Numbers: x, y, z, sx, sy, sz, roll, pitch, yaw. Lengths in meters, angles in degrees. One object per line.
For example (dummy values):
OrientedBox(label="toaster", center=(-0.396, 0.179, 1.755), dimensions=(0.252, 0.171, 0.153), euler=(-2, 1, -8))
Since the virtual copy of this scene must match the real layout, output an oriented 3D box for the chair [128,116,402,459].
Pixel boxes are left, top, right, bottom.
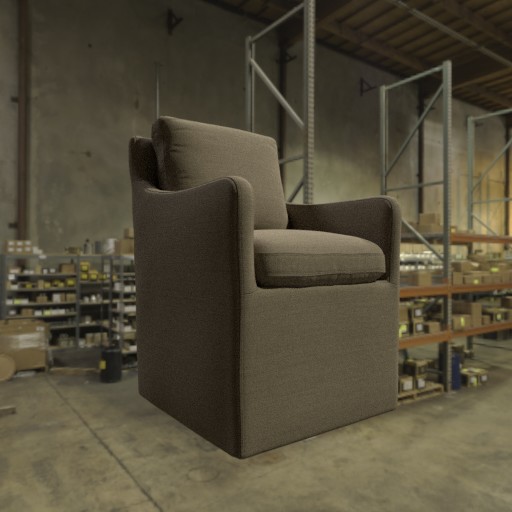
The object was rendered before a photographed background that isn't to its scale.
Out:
OrientedBox(label="chair", center=(0.000, 0.000, 1.405), dimensions=(0.626, 0.914, 0.694), euler=(0, 0, -36))
